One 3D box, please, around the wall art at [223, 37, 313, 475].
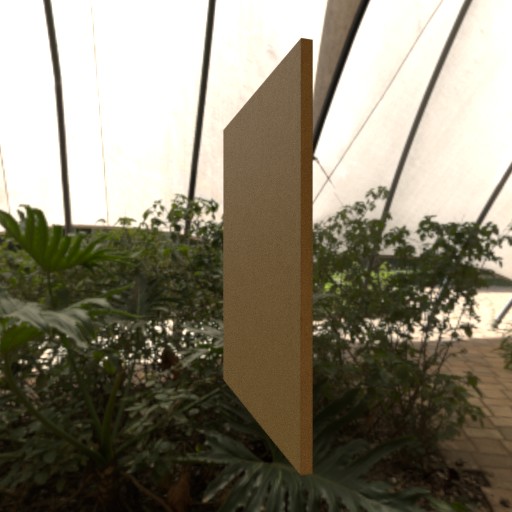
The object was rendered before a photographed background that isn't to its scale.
[{"bbox_3d":[0.000,0.000,1.400,0.030,1.002,0.798,0,1,-17],"label":"wall art"}]
